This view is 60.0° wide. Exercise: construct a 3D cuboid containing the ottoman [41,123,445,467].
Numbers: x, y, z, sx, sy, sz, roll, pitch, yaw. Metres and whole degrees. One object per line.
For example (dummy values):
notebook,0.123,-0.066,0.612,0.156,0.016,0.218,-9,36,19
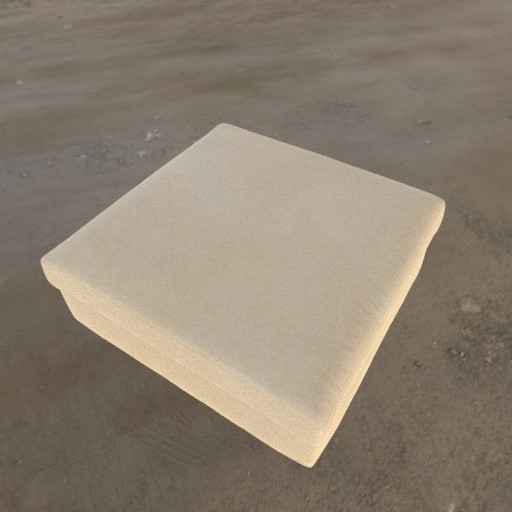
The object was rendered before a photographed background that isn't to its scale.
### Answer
ottoman,0.000,0.000,1.877,1.205,0.522,1.190,25,52,22
